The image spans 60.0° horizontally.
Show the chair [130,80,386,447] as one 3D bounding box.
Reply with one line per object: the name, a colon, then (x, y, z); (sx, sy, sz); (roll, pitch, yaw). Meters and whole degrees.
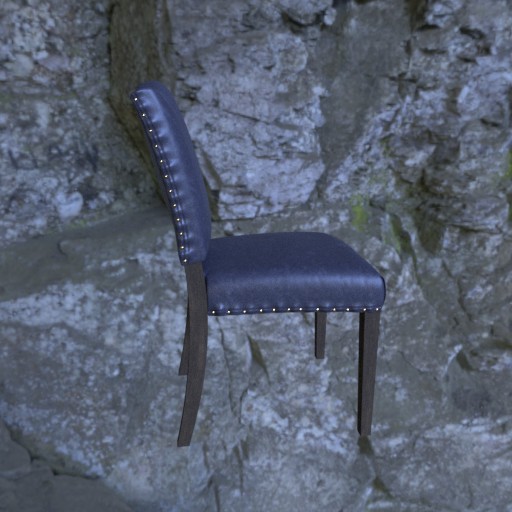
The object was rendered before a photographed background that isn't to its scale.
chair: (0.000, 0.000, 1.353); (0.633, 0.991, 0.500); (-3, 16, -9)
